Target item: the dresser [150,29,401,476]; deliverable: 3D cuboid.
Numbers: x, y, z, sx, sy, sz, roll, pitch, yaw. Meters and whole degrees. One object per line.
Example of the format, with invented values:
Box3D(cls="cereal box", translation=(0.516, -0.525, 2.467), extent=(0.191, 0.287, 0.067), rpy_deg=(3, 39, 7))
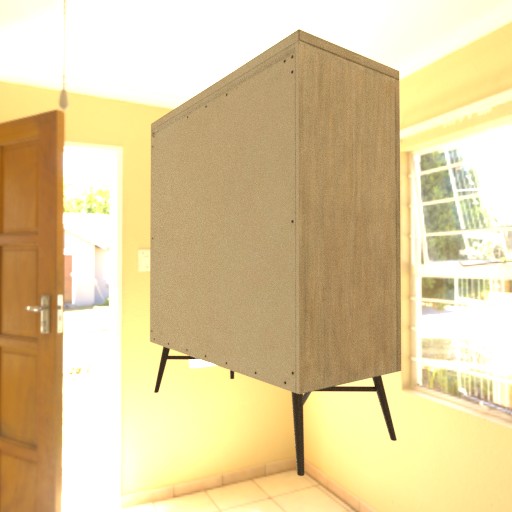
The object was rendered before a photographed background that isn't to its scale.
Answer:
Box3D(cls="dresser", translation=(0.000, 0.000, 1.741), extent=(0.457, 1.219, 1.016), rpy_deg=(1, -1, -36))
